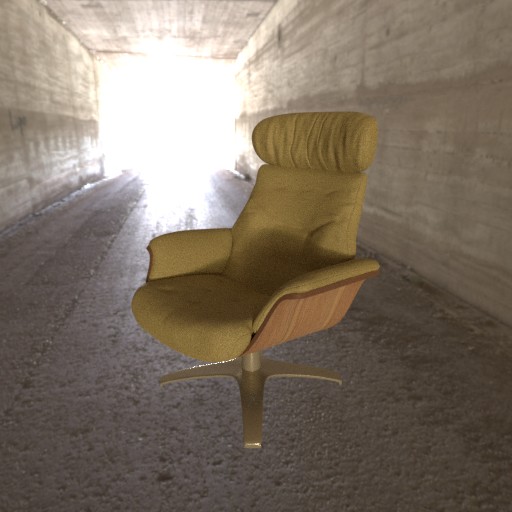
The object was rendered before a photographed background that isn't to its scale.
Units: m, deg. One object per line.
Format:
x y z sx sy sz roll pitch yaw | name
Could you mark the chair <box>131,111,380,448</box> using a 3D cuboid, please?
0.000 0.000 1.588 0.785 0.995 0.837 16 23 42 | chair
